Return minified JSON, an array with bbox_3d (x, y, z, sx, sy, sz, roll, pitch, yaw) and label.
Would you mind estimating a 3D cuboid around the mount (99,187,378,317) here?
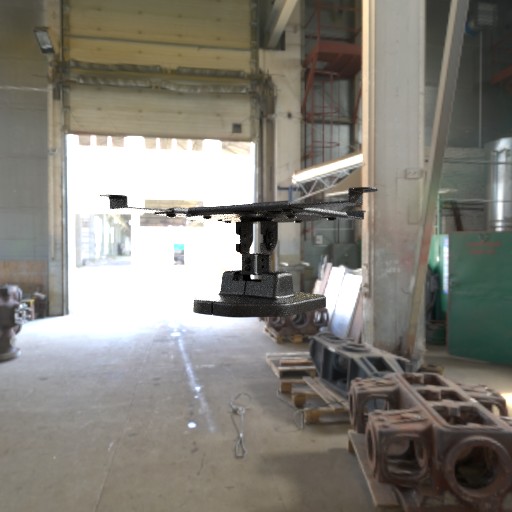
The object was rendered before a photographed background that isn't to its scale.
[{"bbox_3d":[0.000,0.000,0.611,0.394,0.141,0.394,1,1,36],"label":"mount"}]
